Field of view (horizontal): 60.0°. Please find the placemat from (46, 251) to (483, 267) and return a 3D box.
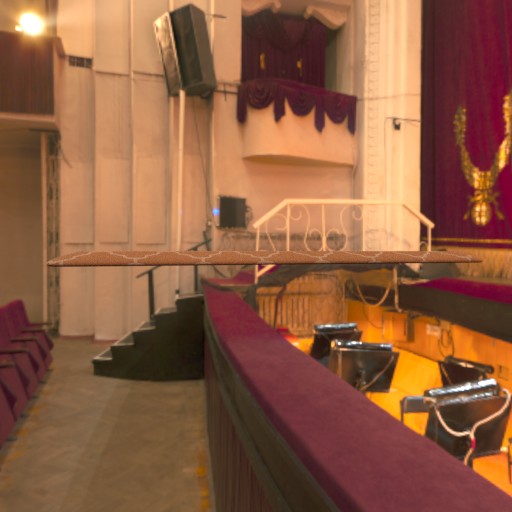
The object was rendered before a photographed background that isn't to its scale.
[{"bbox_3d":[0.000,0.000,0.951,0.762,0.021,0.508,0,1,-17],"label":"placemat"}]
